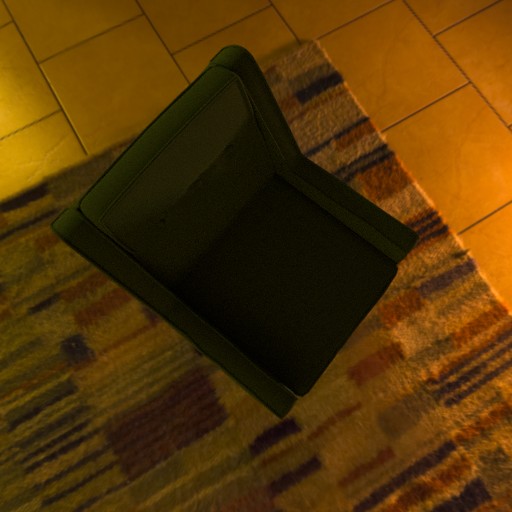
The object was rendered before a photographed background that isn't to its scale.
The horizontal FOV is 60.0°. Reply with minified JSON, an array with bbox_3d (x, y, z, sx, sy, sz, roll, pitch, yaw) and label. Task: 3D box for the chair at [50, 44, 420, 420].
[{"bbox_3d":[0.000,0.000,1.349,0.743,0.792,0.663,38,79,9],"label":"chair"}]
